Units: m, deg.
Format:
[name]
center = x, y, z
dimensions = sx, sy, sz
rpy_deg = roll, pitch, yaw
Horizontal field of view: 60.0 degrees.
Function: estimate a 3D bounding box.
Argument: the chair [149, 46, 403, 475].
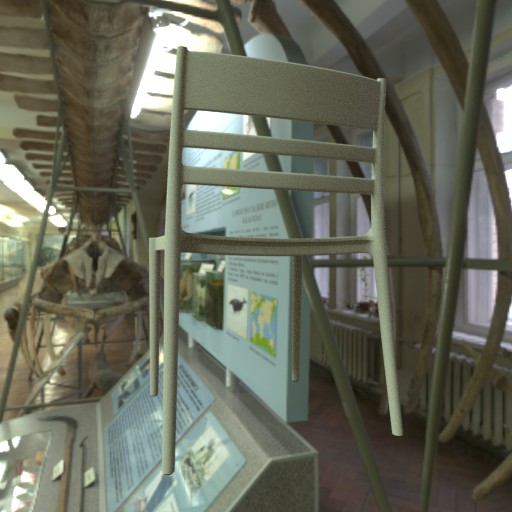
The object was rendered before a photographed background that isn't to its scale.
[chair]
center = 0.000, 0.000, 1.119
dimensions = 0.531, 0.800, 0.511
rpy_deg = 0, 0, -20
